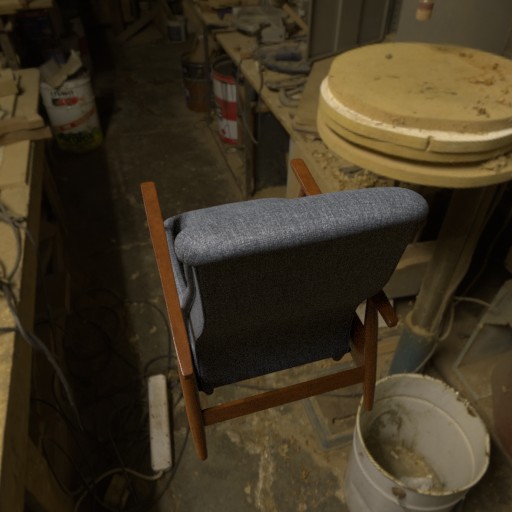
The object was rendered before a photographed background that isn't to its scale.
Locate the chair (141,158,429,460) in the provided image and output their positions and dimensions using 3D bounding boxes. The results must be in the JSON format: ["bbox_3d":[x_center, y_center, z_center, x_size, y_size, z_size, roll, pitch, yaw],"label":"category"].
[{"bbox_3d":[0.000,0.000,1.737,0.762,1.082,1.030,-11,44,-12],"label":"chair"}]
